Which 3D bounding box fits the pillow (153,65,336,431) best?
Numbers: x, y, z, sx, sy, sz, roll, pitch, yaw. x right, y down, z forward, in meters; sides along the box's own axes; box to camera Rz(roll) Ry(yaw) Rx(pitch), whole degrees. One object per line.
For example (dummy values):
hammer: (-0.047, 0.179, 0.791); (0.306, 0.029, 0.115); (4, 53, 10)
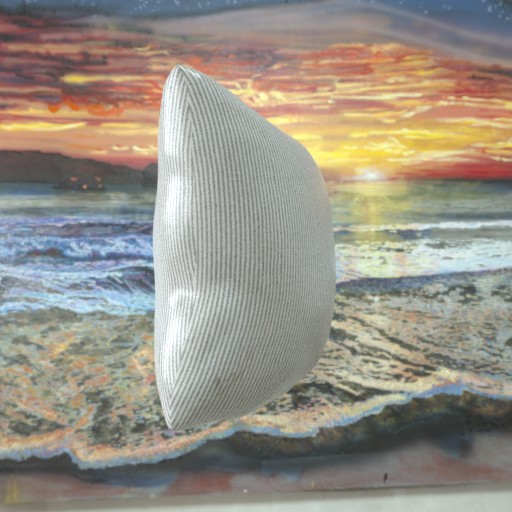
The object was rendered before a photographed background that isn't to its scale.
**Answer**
pillow: (0.000, 0.000, 0.694); (0.387, 0.432, 0.310); (0, 0, -36)
